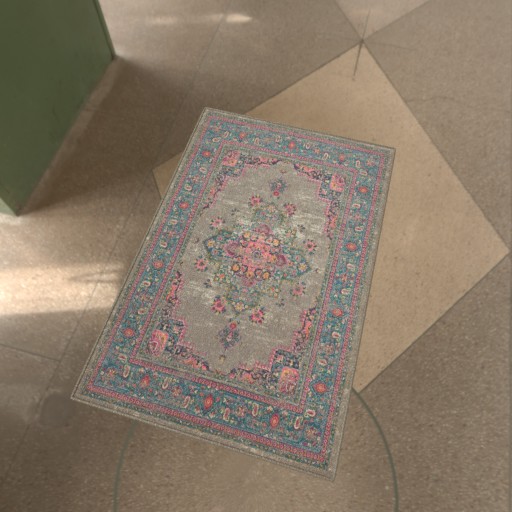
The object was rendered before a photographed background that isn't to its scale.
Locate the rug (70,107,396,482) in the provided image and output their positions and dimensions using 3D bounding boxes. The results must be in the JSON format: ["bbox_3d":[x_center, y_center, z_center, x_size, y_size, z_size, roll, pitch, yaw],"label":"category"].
[{"bbox_3d":[0.000,0.000,2.189,1.144,0.014,1.748,14,64,7],"label":"rug"}]
